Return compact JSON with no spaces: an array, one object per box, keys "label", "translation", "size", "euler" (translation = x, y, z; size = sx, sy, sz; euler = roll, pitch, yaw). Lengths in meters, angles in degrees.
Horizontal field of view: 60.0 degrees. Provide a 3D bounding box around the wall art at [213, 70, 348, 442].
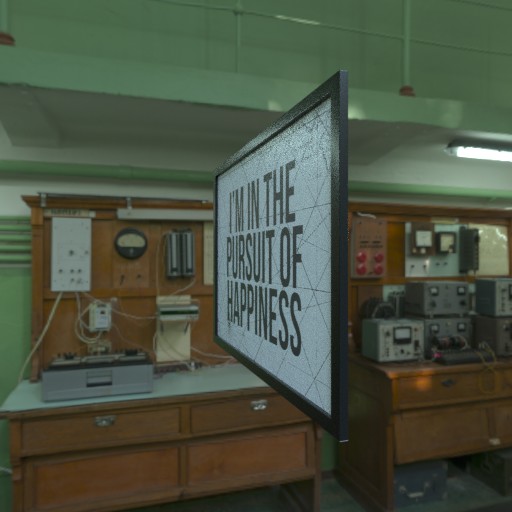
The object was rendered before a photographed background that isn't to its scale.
[{"label":"wall art","translation":[0.000,0.000,1.046],"size":[0.015,0.552,0.819],"euler":[0,0,-19]}]
